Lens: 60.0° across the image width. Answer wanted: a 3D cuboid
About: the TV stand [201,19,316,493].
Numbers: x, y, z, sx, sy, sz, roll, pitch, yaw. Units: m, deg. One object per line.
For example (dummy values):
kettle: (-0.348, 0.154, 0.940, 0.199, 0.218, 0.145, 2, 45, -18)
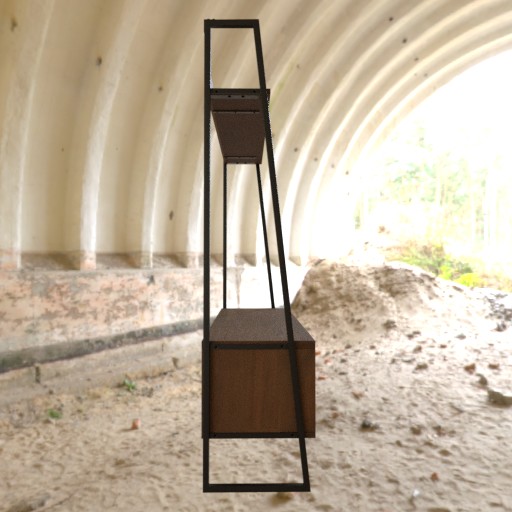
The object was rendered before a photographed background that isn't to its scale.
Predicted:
TV stand: (0.000, 0.000, 2.281, 0.432, 1.772, 1.250, 0, -1, -1)
